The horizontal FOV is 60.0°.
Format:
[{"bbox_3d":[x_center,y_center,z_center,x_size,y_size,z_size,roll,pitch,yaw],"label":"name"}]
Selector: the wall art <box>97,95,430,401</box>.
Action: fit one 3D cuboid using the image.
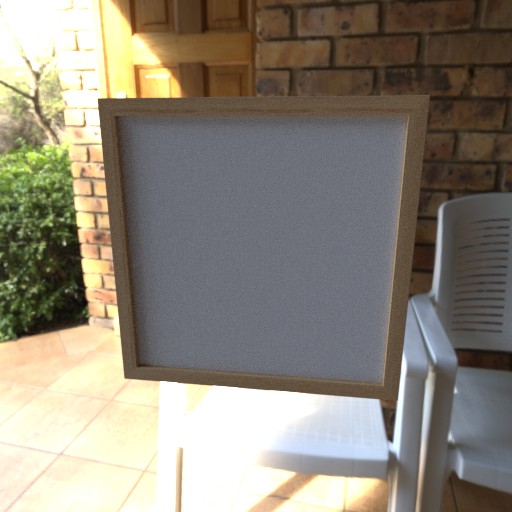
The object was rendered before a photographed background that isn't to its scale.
[{"bbox_3d":[0.000,0.000,1.128,0.762,0.762,0.027,2,17,8],"label":"wall art"}]
